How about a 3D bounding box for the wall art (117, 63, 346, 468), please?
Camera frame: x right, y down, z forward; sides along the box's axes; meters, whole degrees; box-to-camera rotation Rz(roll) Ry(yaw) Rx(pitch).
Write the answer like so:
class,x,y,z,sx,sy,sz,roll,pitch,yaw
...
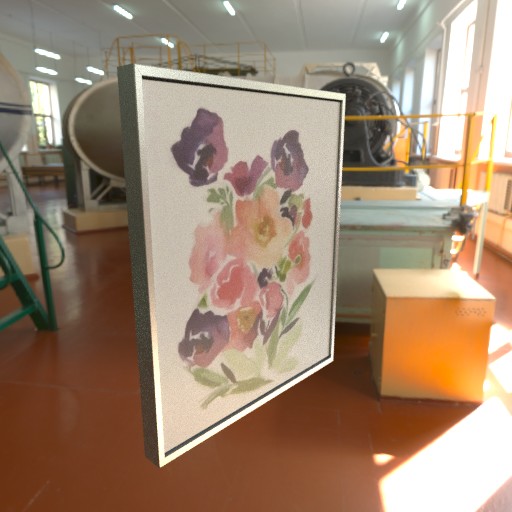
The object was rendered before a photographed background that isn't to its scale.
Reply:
class,x,y,z,sx,sy,sz,roll,pitch,yaw
wall art,0.000,0.000,0.751,0.038,0.549,0.452,13,19,42
